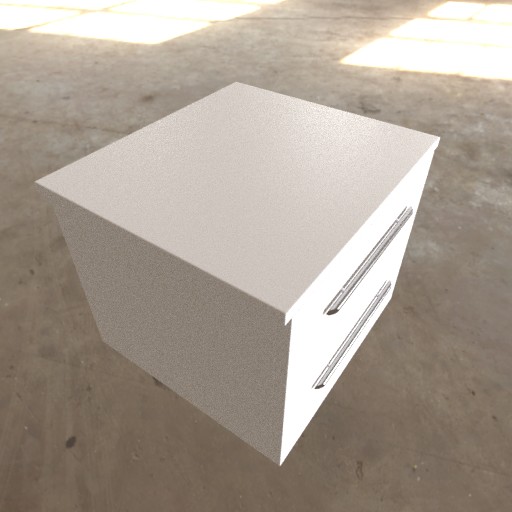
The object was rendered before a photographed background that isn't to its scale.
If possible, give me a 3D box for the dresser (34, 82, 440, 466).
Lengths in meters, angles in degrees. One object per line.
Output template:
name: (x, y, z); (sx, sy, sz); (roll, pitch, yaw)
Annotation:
dresser: (0.000, 0.000, 0.735); (0.400, 0.360, 0.430); (25, 48, 26)
